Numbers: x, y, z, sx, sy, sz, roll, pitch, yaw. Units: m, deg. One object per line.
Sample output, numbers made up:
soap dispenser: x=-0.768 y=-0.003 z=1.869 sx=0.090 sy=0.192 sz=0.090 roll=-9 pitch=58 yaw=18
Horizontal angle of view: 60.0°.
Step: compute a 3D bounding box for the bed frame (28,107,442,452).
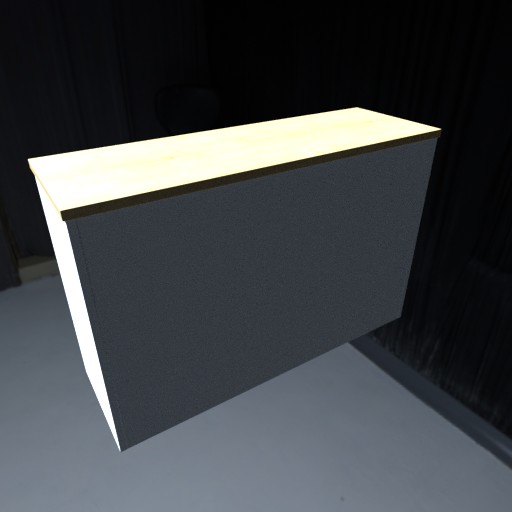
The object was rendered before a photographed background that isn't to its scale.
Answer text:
bed frame: x=0.000 y=0.000 z=1.650 sx=1.300 sy=0.850 sz=0.430 roll=-18 pitch=35 yaw=-28
